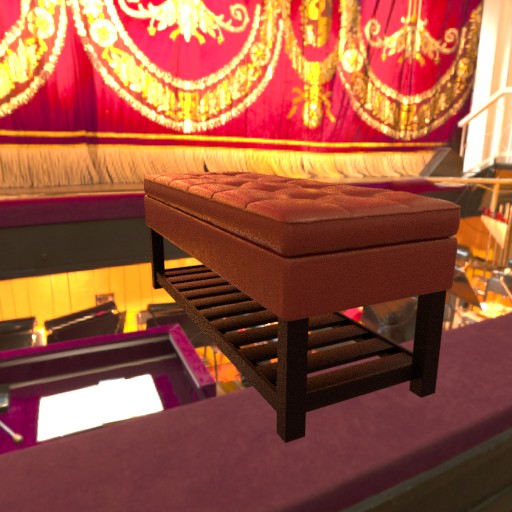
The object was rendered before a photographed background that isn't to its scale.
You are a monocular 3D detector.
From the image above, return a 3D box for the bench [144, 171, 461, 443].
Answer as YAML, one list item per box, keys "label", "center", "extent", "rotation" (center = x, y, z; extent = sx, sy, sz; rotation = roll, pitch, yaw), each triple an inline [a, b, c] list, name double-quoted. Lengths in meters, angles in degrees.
- label: "bench"
  center: [0.000, 0.000, 1.357]
  extent: [0.432, 0.460, 1.105]
  rotation: [-7, 16, -25]
